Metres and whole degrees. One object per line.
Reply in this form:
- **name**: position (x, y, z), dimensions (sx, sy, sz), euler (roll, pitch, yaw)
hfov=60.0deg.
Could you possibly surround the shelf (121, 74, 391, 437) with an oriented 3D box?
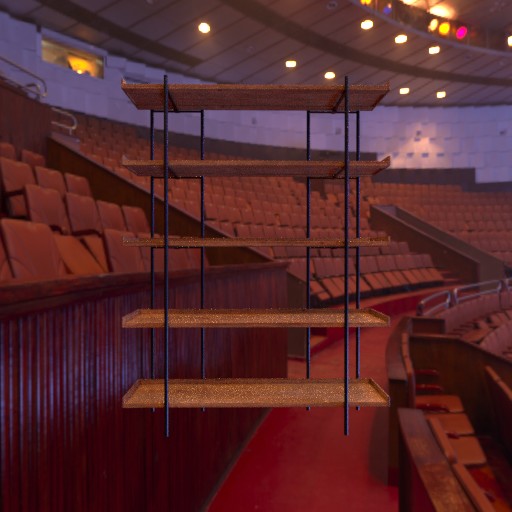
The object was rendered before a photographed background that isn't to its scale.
- **shelf**: position (0.000, 0.000, 2.431), dimensions (1.371, 1.826, 0.379), euler (0, 0, -1)
